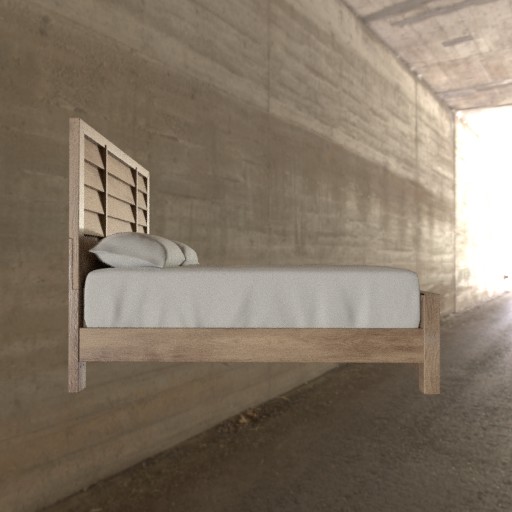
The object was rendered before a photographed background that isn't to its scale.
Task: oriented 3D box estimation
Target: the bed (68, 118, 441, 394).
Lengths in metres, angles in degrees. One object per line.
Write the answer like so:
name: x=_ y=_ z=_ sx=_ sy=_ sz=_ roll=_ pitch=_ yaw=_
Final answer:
bed: x=0.000 y=0.000 z=3.415 sx=2.197 sy=1.626 sz=1.626 roll=0 pitch=-1 yaw=1
